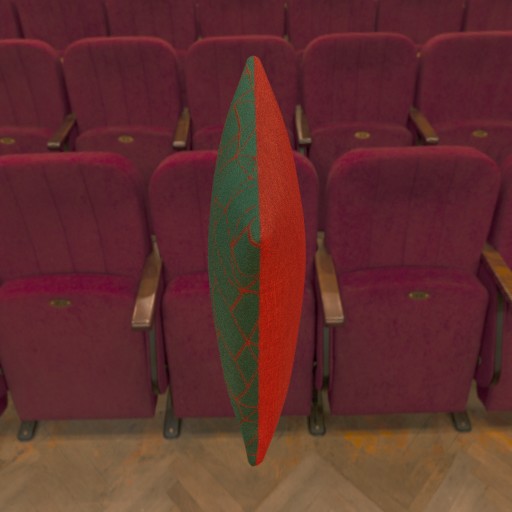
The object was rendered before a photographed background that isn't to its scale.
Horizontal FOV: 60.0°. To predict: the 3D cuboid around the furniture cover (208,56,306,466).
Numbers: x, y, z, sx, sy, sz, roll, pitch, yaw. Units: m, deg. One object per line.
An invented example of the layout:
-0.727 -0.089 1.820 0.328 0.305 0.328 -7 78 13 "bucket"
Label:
0.000 0.000 0.772 0.158 0.508 0.517 -1 42 -1 "furniture cover"
